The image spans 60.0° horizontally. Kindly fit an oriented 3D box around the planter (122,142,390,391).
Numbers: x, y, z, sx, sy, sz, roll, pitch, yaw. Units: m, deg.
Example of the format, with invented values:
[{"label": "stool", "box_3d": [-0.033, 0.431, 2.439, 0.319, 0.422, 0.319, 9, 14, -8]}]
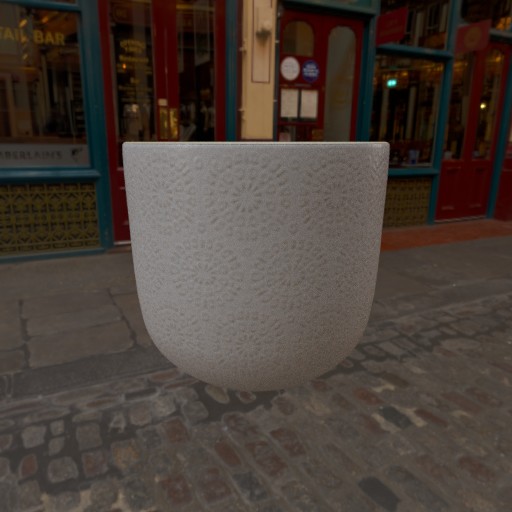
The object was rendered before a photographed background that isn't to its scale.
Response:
[{"label": "planter", "box_3d": [0.000, 0.000, 0.382, 0.208, 0.190, 0.208, 0, 14, 0]}]
